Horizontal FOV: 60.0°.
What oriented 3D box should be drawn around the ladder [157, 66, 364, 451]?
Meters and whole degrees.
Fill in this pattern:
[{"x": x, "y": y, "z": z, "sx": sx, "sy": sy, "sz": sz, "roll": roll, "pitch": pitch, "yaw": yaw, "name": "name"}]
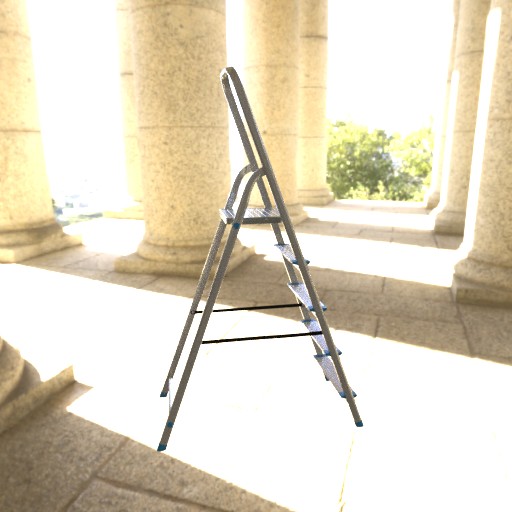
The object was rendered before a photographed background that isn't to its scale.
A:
[{"x": 0.000, "y": 0.000, "z": 2.097, "sx": 0.990, "sy": 1.648, "sz": 0.468, "roll": -3, "pitch": 14, "yaw": -10, "name": "ladder"}]
